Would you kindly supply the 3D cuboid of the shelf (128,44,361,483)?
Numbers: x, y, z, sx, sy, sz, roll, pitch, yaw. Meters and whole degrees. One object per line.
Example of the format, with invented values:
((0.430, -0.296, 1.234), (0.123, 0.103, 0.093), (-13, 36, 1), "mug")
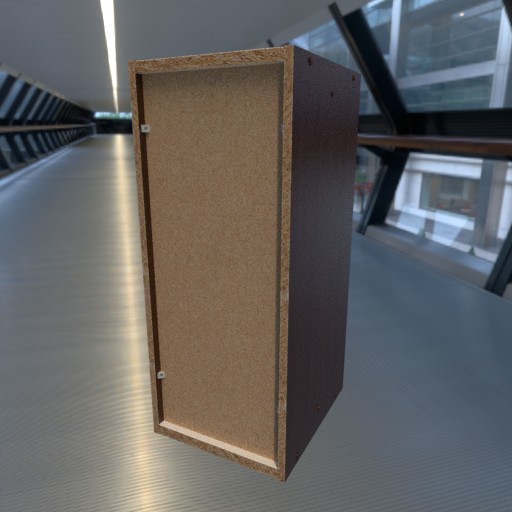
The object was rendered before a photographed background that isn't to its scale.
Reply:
((0.000, 0.000, 0.762), (0.253, 0.600, 0.290), (8, 17, 27), "shelf")
